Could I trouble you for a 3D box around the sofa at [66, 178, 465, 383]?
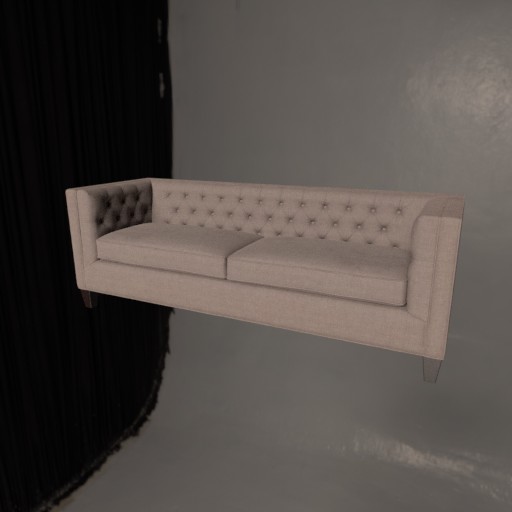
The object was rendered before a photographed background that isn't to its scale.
[{"bbox_3d":[0.000,0.000,2.621,2.159,0.762,0.775,7,17,24],"label":"sofa"}]
